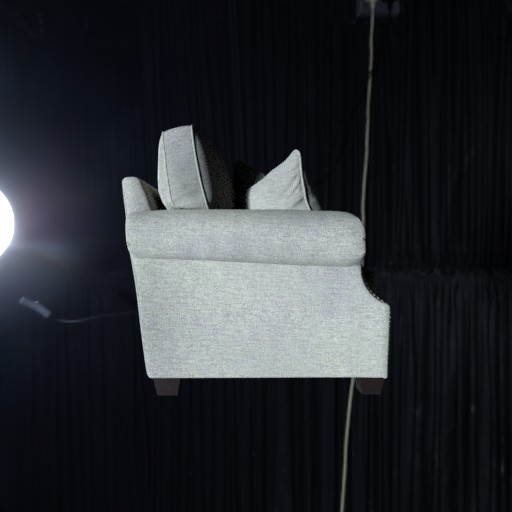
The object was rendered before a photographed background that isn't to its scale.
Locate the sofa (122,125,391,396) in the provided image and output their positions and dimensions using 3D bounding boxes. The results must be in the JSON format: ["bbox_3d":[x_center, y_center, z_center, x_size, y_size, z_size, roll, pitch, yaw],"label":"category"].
[{"bbox_3d":[0.000,0.000,2.331,0.966,0.966,1.701,0,1,-1],"label":"sofa"}]
